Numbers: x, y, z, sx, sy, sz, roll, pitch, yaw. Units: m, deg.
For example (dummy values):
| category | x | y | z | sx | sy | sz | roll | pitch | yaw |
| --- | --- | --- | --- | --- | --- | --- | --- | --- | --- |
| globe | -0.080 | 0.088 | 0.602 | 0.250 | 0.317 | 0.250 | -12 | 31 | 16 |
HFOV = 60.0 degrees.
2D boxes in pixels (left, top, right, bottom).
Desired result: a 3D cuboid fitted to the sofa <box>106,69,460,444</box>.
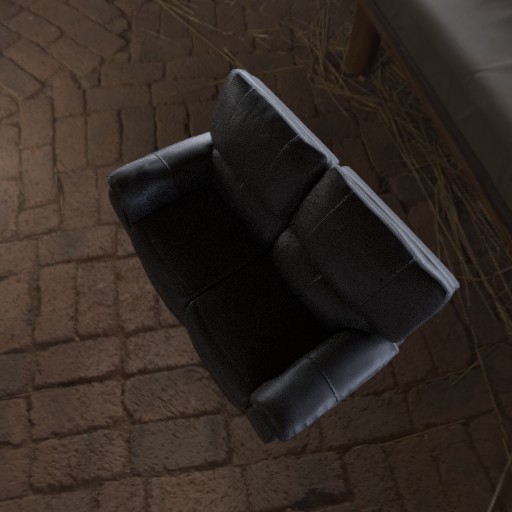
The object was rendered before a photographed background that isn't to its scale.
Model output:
| category | x | y | z | sx | sy | sz | roll | pitch | yaw |
| --- | --- | --- | --- | --- | --- | --- | --- | --- | --- |
| sofa | 0.000 | 0.000 | 2.492 | 1.104 | 1.111 | 1.765 | -32 | 68 | -15 |
